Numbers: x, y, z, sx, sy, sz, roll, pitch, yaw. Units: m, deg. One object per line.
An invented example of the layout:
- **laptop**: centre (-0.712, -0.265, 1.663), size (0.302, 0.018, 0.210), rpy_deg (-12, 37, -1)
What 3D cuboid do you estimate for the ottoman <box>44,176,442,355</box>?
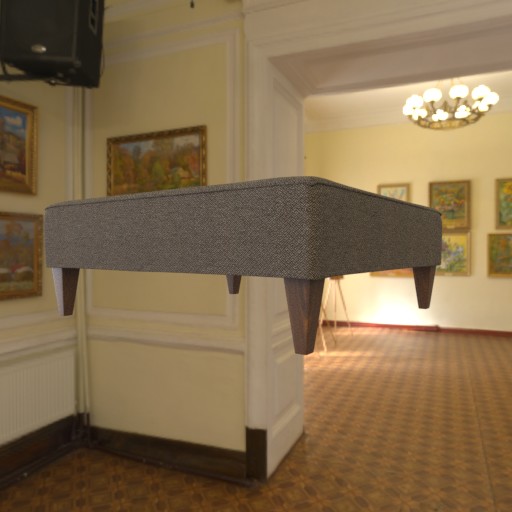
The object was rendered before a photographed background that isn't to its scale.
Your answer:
- **ottoman**: centre (0.000, 0.000, 1.503), size (0.981, 0.378, 0.970), rpy_deg (1, 1, 36)
